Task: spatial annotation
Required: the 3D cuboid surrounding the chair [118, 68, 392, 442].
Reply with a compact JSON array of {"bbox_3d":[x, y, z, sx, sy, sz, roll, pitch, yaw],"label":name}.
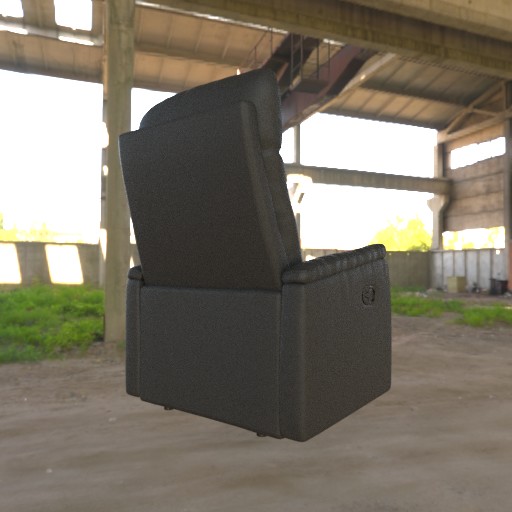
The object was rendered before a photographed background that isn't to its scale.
[{"bbox_3d":[0.000,0.000,1.641,0.775,1.082,0.831,-1,-2,37],"label":"chair"}]
